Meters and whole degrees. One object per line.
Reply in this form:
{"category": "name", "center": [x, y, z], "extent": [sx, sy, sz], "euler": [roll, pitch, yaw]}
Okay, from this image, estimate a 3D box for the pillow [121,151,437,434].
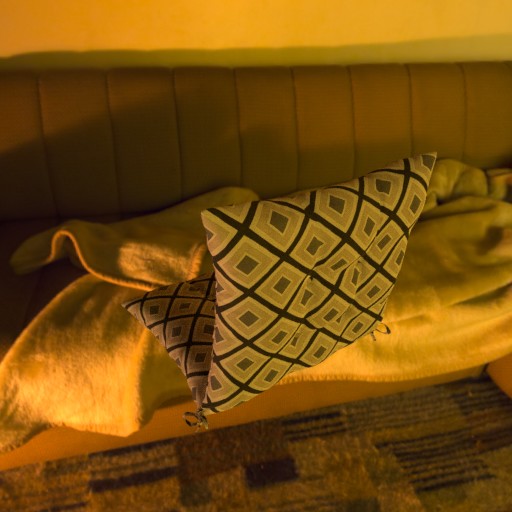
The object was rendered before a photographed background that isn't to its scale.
{"category": "pillow", "center": [0.000, 0.000, 1.025], "extent": [0.541, 0.536, 0.585], "euler": [-18, 35, -29]}
